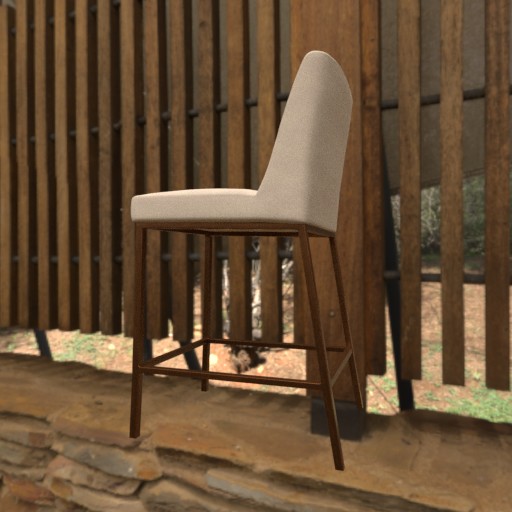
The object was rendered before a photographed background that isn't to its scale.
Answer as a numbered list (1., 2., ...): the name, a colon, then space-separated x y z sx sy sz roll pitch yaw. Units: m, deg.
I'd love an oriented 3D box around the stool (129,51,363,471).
1. stool: 0.000 0.000 1.311 0.576 0.973 0.507 0 0 19
